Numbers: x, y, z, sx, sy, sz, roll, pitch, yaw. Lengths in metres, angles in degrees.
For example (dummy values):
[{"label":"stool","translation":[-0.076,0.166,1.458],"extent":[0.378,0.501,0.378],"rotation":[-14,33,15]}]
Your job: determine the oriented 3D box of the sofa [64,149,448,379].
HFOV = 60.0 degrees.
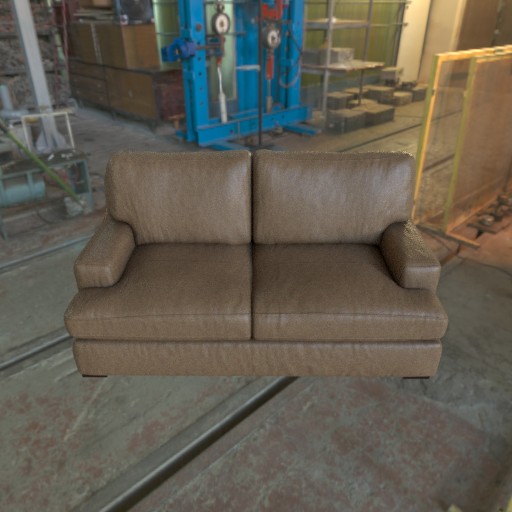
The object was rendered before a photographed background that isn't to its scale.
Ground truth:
[{"label":"sofa","translation":[0.000,0.000,2.413],"extent":[1.855,0.980,0.962],"rotation":[0,30,0]}]
